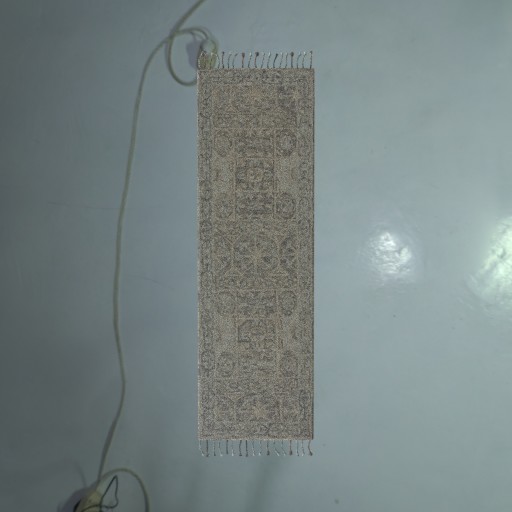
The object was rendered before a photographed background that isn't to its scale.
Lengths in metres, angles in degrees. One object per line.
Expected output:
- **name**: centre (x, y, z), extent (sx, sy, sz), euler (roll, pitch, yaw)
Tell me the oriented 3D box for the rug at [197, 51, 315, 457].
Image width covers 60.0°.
- **rug**: centre (0.000, 0.000, 2.911), extent (0.762, 0.011, 2.664), euler (0, 91, 0)
